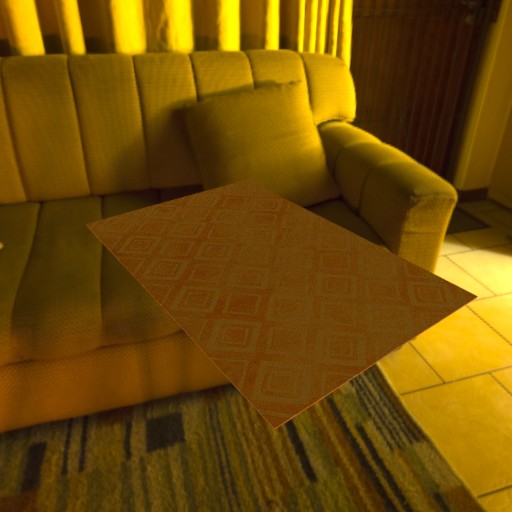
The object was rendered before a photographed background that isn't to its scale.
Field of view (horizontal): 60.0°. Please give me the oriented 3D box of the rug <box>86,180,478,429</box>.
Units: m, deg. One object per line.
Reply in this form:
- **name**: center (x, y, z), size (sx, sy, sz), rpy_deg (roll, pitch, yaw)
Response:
- **rug**: center (0.000, 0.000, 2.379), size (1.213, 0.010, 1.829), rpy_deg (-21, 37, -31)
